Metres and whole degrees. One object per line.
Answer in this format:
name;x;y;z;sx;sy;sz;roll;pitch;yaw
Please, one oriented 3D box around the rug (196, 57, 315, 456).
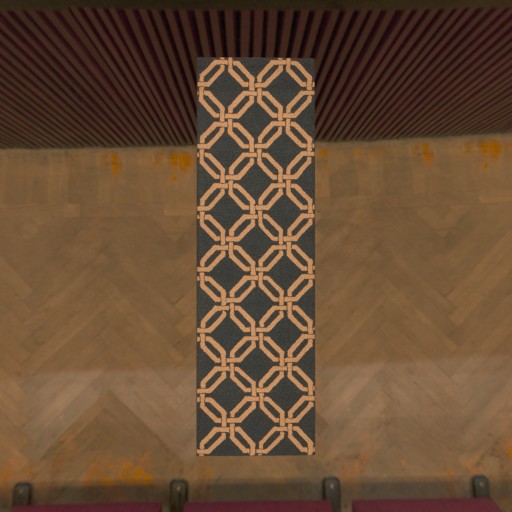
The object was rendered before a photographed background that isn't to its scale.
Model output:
rug;0.000;0.000;2.535;0.678;0.014;2.276;0;90;-1
